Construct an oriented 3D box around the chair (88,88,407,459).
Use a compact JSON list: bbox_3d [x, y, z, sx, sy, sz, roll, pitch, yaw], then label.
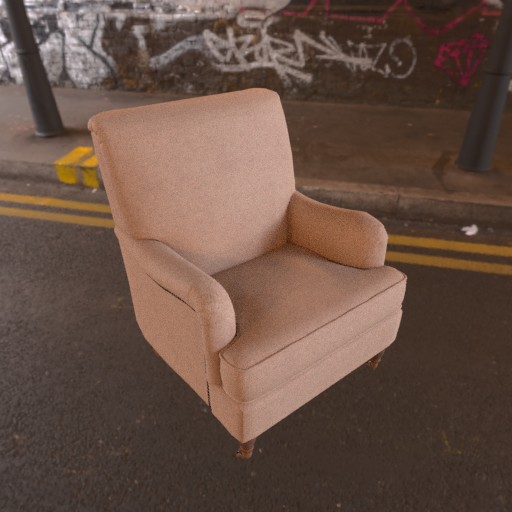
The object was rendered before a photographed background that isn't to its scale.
[{"bbox_3d":[0.000,0.000,1.809,0.879,1.119,0.953,-22,38,-32],"label":"chair"}]
